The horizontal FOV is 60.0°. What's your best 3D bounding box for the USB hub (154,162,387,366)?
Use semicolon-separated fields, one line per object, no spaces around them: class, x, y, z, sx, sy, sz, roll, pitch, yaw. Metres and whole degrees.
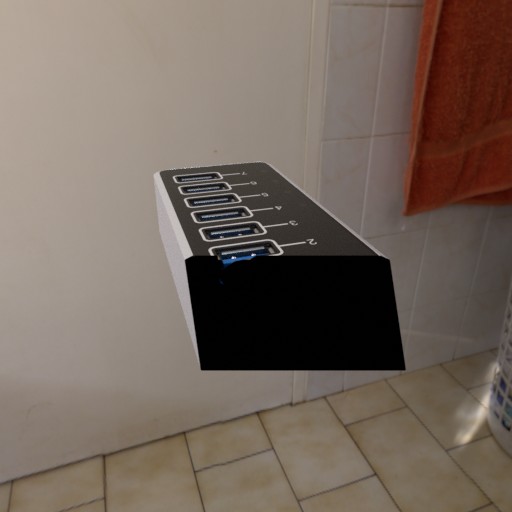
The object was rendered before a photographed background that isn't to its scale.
USB hub;0.000;0.000;0.125;0.044;0.023;0.110;-8;29;-16
